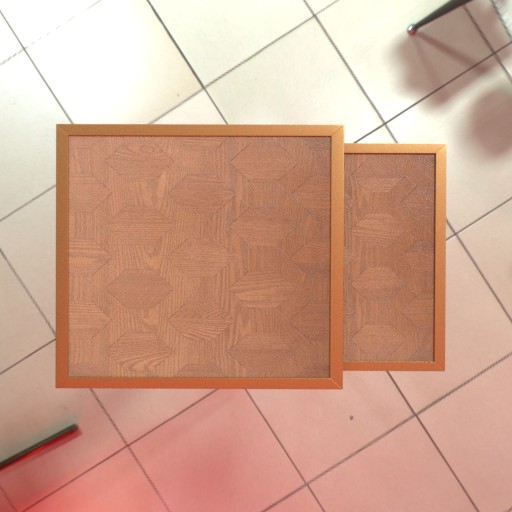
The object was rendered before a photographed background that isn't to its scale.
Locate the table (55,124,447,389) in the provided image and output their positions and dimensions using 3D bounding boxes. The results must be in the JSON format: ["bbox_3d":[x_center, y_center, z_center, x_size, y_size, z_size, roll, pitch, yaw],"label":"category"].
[{"bbox_3d":[0.000,0.000,1.092,0.762,0.505,0.505,0,90,0],"label":"table"}]
